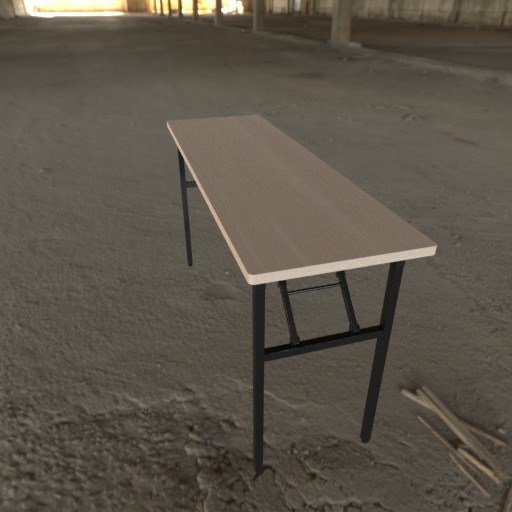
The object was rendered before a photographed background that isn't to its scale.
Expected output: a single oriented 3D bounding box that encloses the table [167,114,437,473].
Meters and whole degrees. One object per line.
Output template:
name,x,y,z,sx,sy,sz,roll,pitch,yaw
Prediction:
table,0.000,0.000,1.713,0.447,0.750,1.397,-8,31,-14
